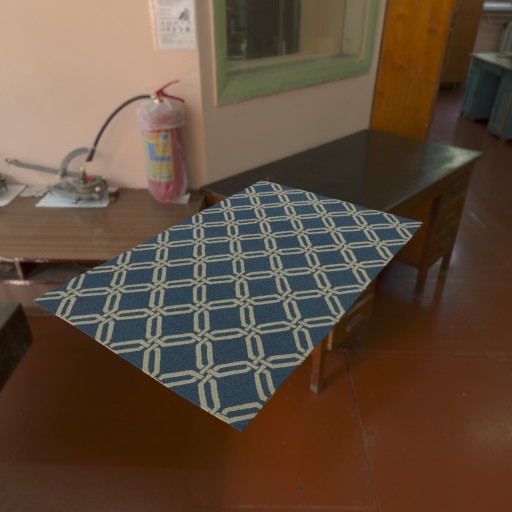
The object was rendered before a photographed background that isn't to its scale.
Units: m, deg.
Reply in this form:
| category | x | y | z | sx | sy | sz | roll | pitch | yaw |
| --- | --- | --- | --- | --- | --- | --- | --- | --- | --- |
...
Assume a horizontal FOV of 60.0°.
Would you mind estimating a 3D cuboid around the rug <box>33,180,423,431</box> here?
| category | x | y | z | sx | sy | sz | roll | pitch | yaw |
| --- | --- | --- | --- | --- | --- | --- | --- | --- | --- |
| rug | 0.000 | 0.000 | 2.249 | 1.153 | 0.010 | 1.755 | 20 | 37 | 30 |
